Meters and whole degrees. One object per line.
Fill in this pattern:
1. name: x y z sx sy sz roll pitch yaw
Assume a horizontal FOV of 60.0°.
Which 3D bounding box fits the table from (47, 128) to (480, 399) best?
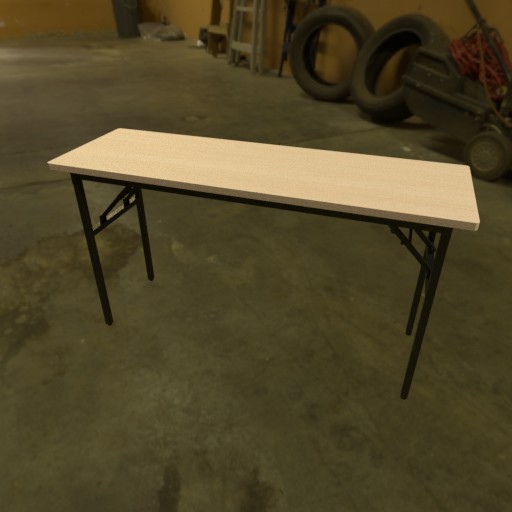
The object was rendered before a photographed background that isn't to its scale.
1. table: 0.000 0.000 1.734 1.397 0.750 0.447 10 34 16
